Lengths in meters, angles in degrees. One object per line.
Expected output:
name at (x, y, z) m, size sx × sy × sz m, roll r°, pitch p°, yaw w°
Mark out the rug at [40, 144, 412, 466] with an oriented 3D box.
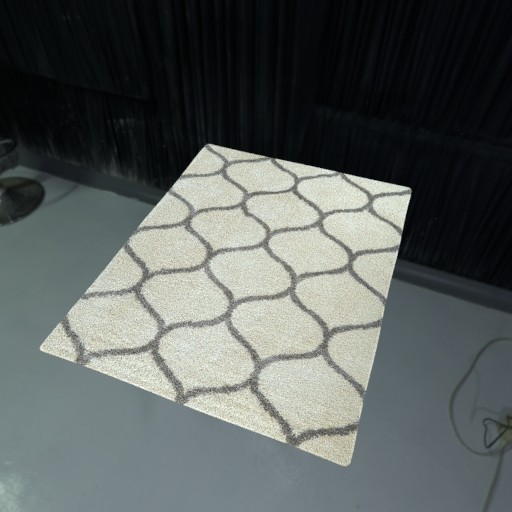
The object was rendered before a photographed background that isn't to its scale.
rug at (0.000, 0.000, 4.033) m, size 2.399 × 0.026 × 3.000 m, roll 16°, pitch 49°, yaw 14°
